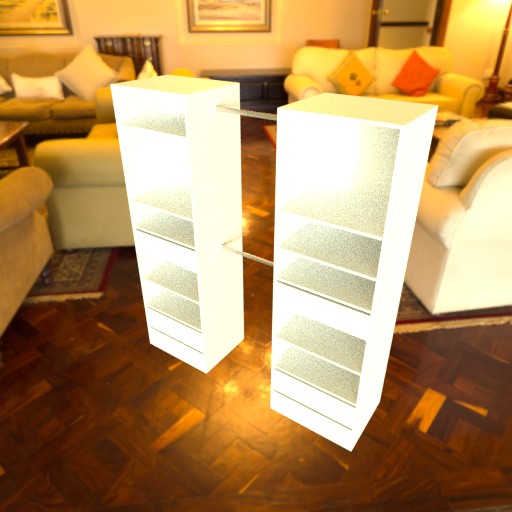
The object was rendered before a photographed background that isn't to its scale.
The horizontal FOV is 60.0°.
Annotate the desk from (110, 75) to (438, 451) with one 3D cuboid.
[{"bbox_3d":[0.000,0.000,2.867,1.770,2.000,0.480,19,35,30],"label":"desk"}]
